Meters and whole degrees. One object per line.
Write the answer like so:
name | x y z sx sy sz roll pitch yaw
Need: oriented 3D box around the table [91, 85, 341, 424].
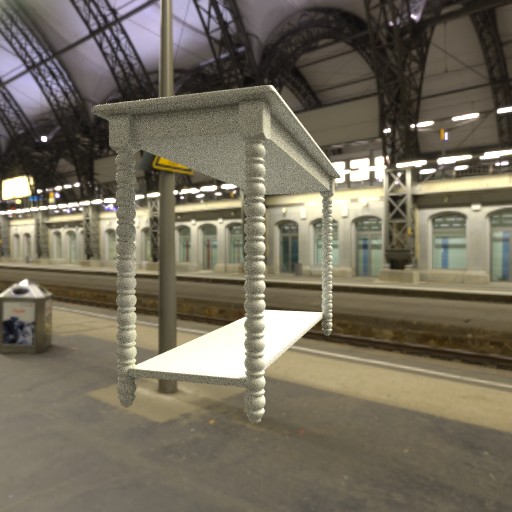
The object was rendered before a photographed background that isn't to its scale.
table | 0.000 0.000 1.561 0.459 0.740 1.184 0 1 18
